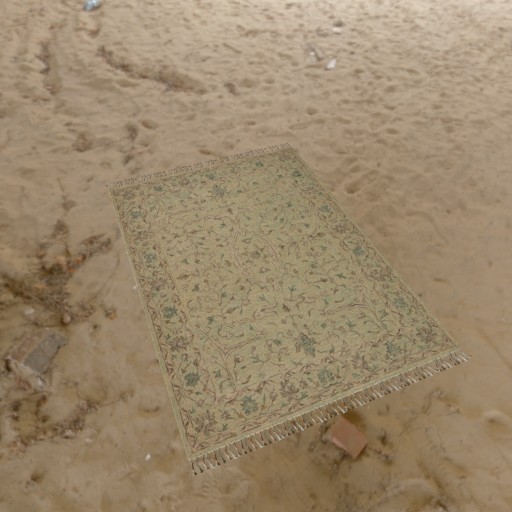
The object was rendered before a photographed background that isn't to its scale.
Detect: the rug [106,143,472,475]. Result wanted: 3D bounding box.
[{"bbox_3d":[0.000,0.000,2.282,1.247,0.008,1.802,-17,49,-15],"label":"rug"}]
